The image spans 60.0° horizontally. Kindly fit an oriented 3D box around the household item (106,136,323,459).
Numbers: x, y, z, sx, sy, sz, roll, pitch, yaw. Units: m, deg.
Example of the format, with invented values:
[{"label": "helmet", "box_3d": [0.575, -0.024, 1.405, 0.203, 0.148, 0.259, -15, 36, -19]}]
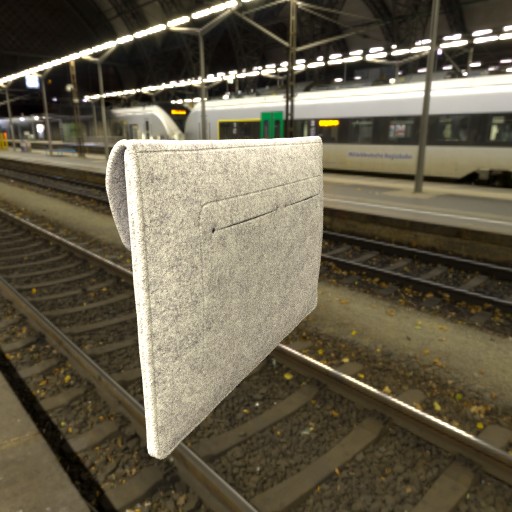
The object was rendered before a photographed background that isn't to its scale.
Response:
[{"label": "household item", "box_3d": [0.000, 0.000, 0.427, 0.057, 0.221, 0.335, 8, 17, 26]}]
